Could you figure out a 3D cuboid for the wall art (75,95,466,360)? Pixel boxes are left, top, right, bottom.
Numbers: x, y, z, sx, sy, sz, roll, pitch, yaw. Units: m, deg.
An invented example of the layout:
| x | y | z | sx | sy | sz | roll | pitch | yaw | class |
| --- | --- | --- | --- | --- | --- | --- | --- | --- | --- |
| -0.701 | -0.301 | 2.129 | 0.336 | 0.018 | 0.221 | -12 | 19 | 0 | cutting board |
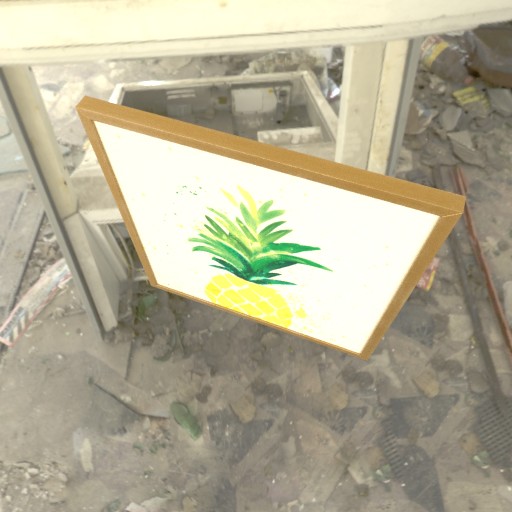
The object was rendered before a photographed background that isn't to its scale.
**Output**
| x | y | z | sx | sy | sz | roll | pitch | yaw | class |
| --- | --- | --- | --- | --- | --- | --- | --- | --- | --- |
| 0.000 | 0.000 | 1.151 | 0.762 | 0.760 | 0.037 | 18 | 60 | 11 | wall art |
